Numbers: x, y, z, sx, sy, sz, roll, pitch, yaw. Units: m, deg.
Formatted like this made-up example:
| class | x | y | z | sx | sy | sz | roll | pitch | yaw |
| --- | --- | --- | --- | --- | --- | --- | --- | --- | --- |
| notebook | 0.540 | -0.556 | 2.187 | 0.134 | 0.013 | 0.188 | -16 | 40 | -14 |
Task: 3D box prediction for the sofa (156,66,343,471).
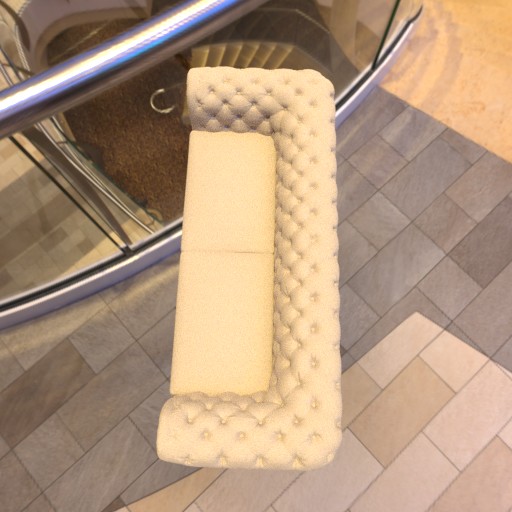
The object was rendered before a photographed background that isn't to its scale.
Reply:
| class | x | y | z | sx | sy | sz | roll | pitch | yaw |
| --- | --- | --- | --- | --- | --- | --- | --- | --- | --- |
| sofa | 0.000 | 0.000 | 3.162 | 1.076 | 0.847 | 2.694 | 2 | 74 | 0 |
